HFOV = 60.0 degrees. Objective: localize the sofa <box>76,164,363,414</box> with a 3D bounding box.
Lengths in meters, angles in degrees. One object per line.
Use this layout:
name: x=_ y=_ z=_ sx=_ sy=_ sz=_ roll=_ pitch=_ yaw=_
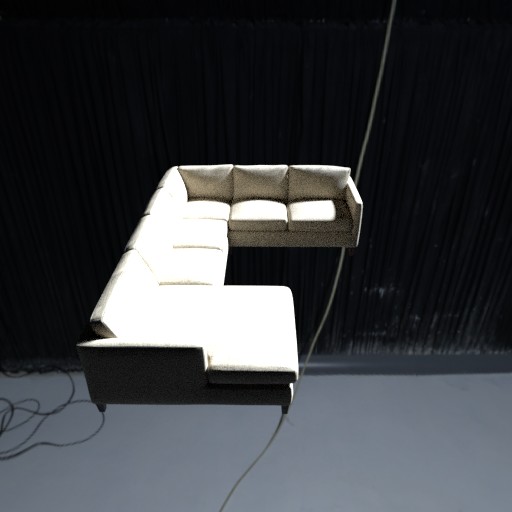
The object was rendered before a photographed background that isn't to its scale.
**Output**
sofa: x=0.000 y=0.000 z=4.745 sx=2.593 sy=0.959 sz=3.460 roll=0 pitch=31 yaw=1
